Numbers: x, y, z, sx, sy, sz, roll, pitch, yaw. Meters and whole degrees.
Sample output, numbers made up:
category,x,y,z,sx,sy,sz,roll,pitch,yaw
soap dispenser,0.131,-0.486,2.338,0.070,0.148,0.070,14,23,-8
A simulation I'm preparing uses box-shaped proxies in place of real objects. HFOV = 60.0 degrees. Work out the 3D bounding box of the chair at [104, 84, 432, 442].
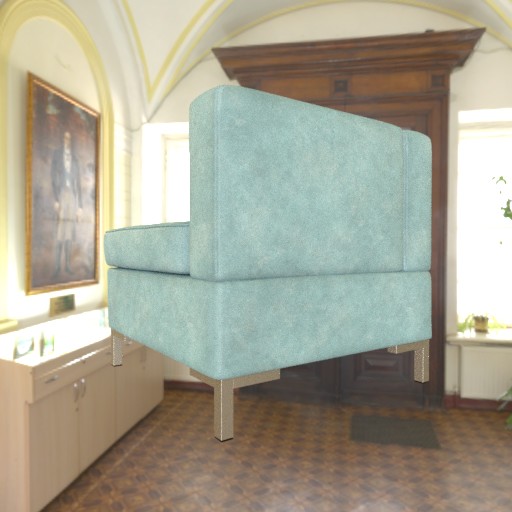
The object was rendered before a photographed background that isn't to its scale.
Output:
category,x,y,z,sx,sy,sz,roll,pitch,yaw
chair,0.000,0.000,1.240,0.684,0.660,0.691,-1,1,-35
